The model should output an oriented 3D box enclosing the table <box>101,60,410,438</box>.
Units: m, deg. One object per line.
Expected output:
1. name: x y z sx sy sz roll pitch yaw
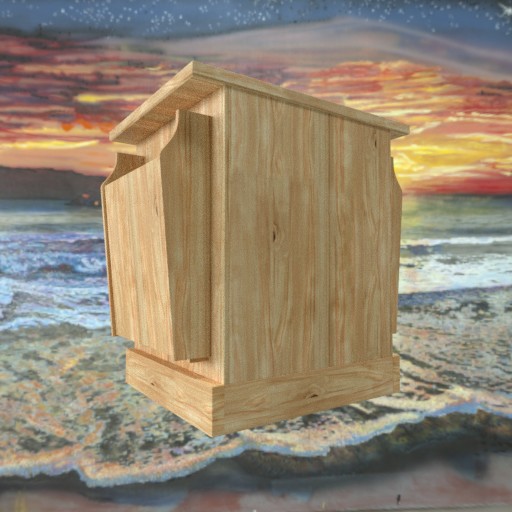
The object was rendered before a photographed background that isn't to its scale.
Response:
1. table: 0.000 0.000 0.882 0.530 0.515 0.380 1 -2 -35
